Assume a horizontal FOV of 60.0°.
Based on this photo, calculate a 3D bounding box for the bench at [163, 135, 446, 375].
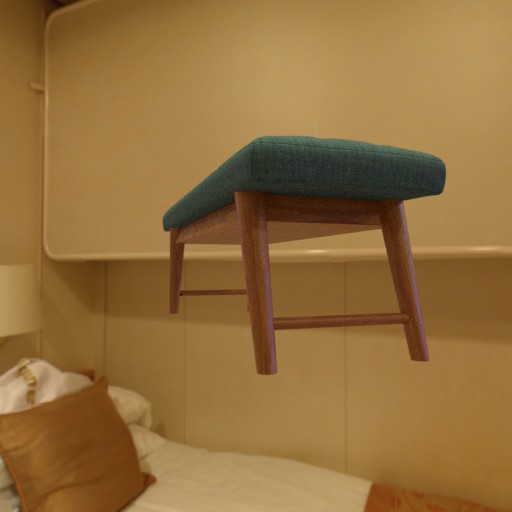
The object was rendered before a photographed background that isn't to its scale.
[{"bbox_3d":[0.000,0.000,1.318,0.406,0.432,1.118,0,-1,-19],"label":"bench"}]
